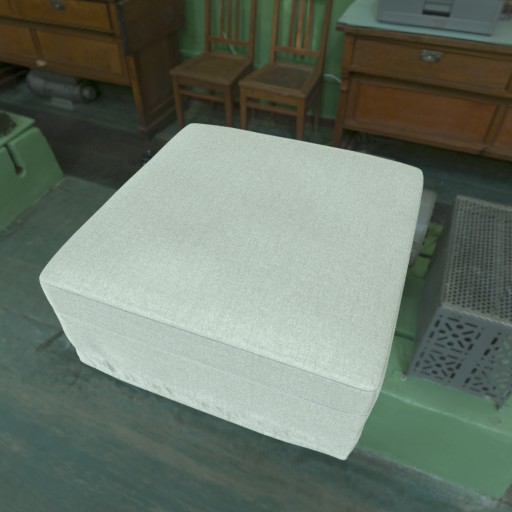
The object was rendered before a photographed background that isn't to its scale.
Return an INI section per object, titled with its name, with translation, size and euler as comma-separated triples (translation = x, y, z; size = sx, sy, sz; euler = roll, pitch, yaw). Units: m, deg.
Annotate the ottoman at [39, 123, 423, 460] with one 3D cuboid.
[ottoman]
translation = 0.000, 0.000, 1.334
size = 0.843, 0.436, 0.840
euler = 15, 47, 15
